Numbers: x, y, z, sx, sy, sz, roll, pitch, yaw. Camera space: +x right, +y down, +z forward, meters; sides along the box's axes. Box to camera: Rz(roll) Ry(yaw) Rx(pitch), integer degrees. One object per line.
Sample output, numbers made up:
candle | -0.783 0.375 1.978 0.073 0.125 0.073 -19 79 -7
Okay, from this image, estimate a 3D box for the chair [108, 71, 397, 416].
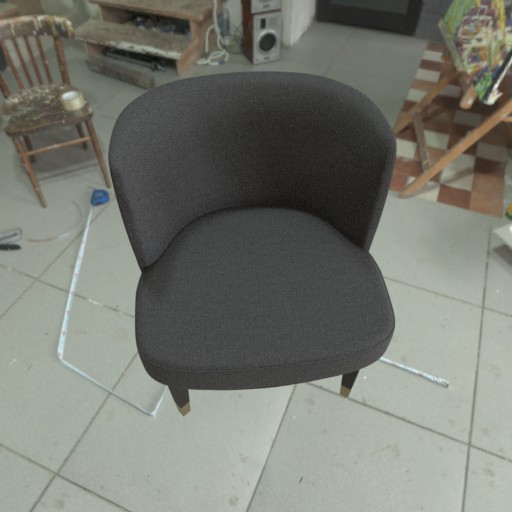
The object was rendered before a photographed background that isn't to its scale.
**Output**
chair | 0.000 0.000 1.202 0.639 0.695 0.698 -5 49 -4
